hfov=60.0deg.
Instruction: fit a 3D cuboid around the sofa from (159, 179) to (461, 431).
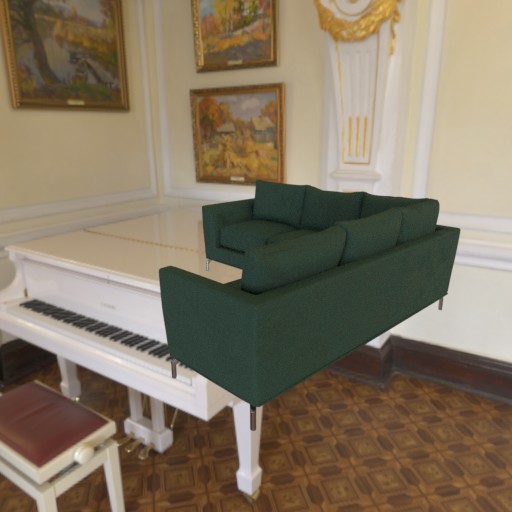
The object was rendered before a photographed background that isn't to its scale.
[{"bbox_3d":[0.000,0.000,3.820,2.452,1.004,2.468,-15,22,-43],"label":"sofa"}]
